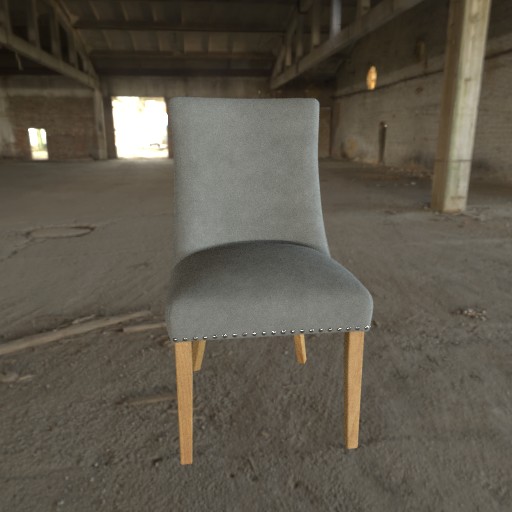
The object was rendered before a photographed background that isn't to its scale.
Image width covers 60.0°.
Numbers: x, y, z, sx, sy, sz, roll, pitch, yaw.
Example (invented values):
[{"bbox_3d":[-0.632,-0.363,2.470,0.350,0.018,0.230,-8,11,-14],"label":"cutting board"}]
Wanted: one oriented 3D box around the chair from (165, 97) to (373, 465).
[{"bbox_3d":[0.000,0.000,1.277,0.495,0.902,0.610,-2,15,-7],"label":"chair"}]
